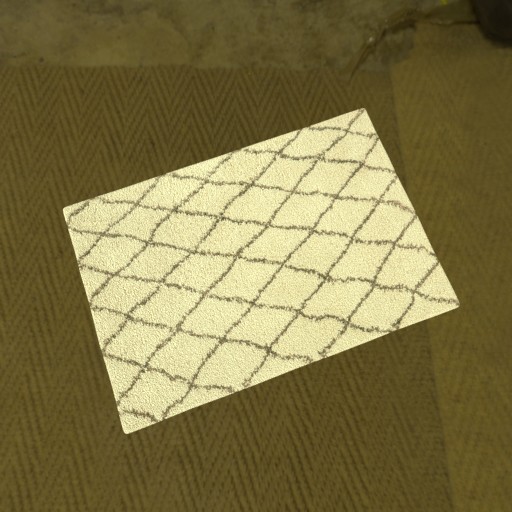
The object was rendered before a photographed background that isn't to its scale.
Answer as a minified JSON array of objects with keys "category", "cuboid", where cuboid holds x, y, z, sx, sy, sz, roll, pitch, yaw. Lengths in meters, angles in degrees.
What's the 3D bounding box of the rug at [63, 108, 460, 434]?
[{"category":"rug","cuboid":[0.000,0.000,2.330,1.778,0.030,1.219,-20,76,-5]}]
